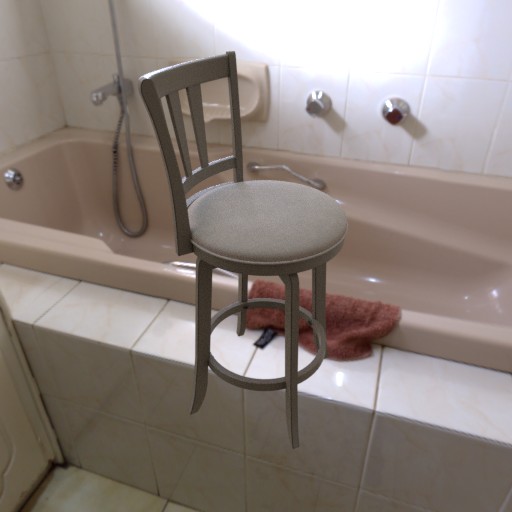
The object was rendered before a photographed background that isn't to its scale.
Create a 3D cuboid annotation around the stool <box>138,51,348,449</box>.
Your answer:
[{"bbox_3d":[0.000,0.000,1.248,0.486,0.994,0.450,11,34,18],"label":"stool"}]
